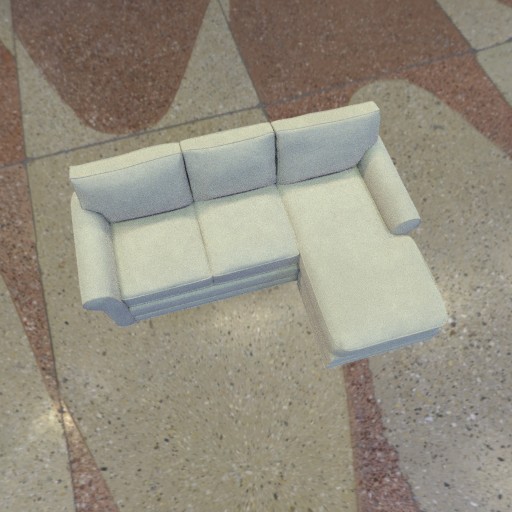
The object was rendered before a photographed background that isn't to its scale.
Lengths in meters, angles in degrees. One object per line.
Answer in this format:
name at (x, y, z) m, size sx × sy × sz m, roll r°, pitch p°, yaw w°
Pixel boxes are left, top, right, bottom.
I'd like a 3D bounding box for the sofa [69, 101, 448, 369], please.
sofa at (0.000, 0.000, 2.315) m, size 1.770 × 0.734 × 1.226 m, roll -14°, pitch 65°, yaw -7°
